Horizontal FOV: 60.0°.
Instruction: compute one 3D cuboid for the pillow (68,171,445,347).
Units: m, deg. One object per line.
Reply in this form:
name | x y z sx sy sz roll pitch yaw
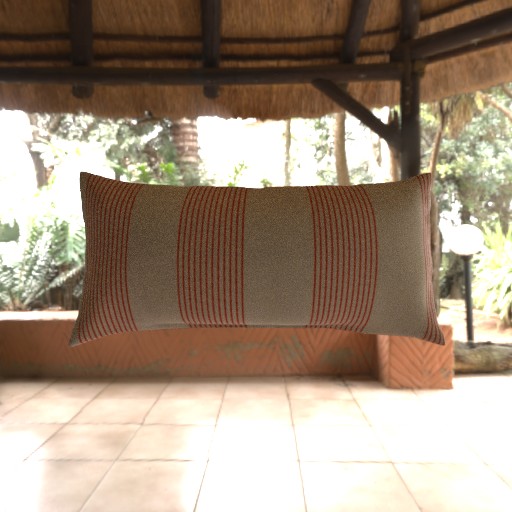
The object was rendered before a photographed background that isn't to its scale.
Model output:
pillow | 0.000 0.000 0.734 0.608 0.292 0.156 0 1 0
